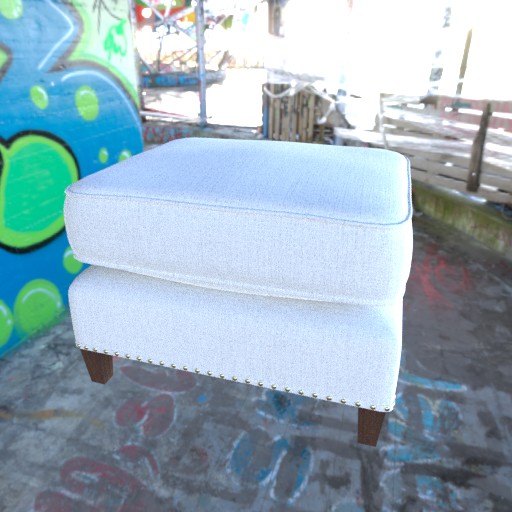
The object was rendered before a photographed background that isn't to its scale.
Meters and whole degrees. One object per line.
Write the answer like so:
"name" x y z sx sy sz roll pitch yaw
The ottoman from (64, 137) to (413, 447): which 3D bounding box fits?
"ottoman" 0.000 0.000 1.138 0.738 0.537 0.589 7 27 15
